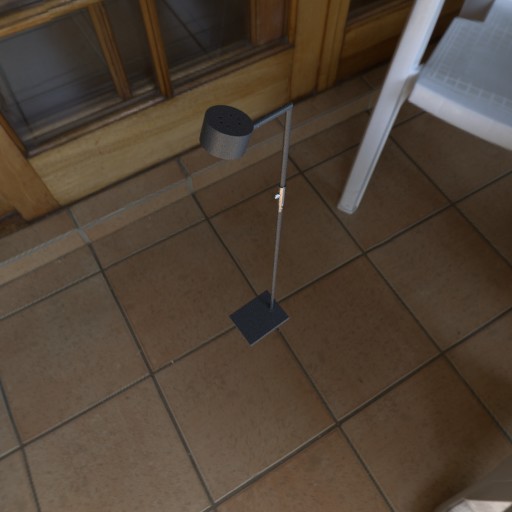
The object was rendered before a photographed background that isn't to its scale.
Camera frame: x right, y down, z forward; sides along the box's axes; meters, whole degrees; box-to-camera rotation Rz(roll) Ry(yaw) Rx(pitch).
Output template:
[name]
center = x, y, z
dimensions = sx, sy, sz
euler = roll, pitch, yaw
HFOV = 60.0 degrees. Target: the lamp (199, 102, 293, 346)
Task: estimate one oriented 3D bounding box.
[lamp]
center = 0.000, 0.000, 1.730
dimensions = 0.304, 1.600, 0.203
euler = -33, 68, -15
